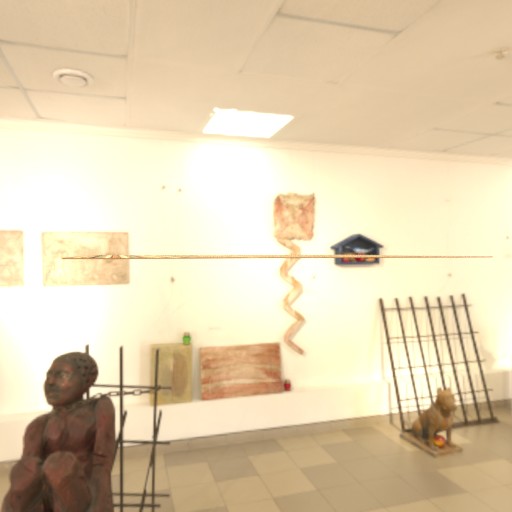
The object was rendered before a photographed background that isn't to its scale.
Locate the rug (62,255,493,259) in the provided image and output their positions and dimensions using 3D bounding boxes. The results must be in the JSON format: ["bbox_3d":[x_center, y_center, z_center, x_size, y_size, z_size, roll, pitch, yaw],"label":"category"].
[{"bbox_3d":[0.000,0.000,4.091,3.045,0.011,2.436,0,1,-17],"label":"rug"}]
